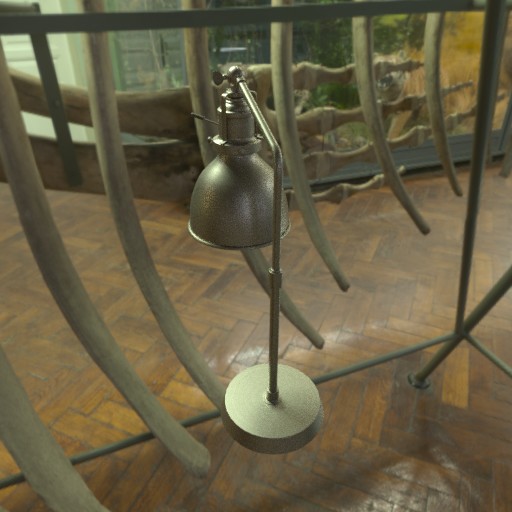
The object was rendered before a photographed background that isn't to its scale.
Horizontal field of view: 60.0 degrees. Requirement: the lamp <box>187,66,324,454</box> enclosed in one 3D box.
[{"bbox_3d":[0.000,0.000,0.596,0.153,0.456,0.286,-11,33,-18],"label":"lamp"}]
